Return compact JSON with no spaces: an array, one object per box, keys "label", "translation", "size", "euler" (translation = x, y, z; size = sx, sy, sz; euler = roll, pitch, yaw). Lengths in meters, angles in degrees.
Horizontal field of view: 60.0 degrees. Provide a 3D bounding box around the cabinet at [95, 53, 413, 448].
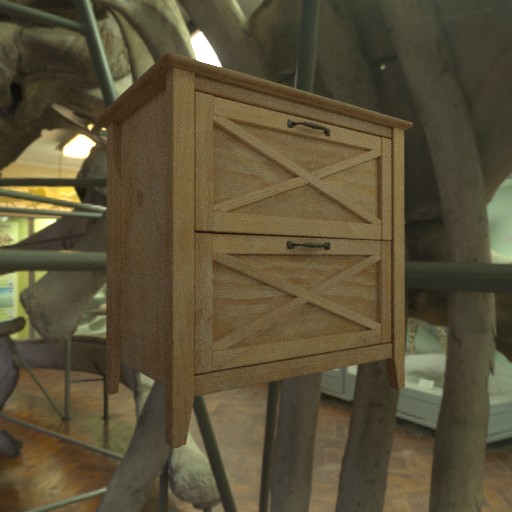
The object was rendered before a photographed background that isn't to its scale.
[{"label":"cabinet","translation":[0.000,0.000,1.254],"size":[0.763,0.762,0.503],"euler":[0,-1,-35]}]
